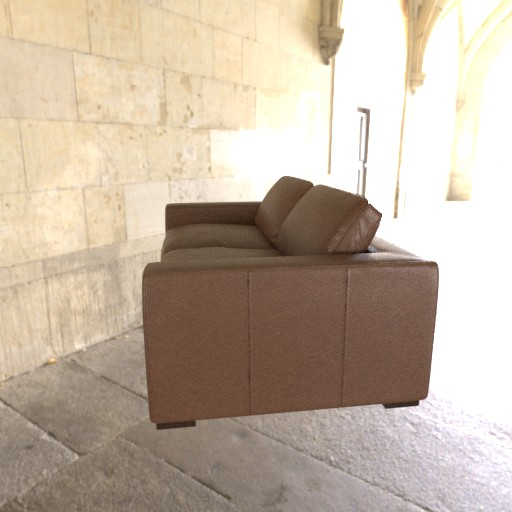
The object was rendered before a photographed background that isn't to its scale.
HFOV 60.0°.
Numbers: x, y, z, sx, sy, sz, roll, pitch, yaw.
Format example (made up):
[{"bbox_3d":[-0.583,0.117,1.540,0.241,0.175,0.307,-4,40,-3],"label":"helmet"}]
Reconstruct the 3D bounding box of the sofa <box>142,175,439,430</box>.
[{"bbox_3d":[0.000,0.000,2.440,1.070,0.800,1.920,-2,14,-9],"label":"sofa"}]
